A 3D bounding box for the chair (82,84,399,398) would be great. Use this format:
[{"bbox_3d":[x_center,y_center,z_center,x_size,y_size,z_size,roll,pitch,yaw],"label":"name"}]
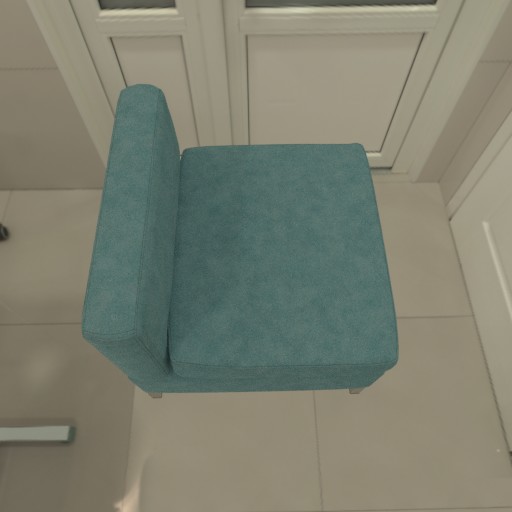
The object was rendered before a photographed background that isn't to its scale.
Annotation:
[{"bbox_3d":[0.000,0.000,1.242,0.685,0.660,0.684,-1,63,-1],"label":"chair"}]
